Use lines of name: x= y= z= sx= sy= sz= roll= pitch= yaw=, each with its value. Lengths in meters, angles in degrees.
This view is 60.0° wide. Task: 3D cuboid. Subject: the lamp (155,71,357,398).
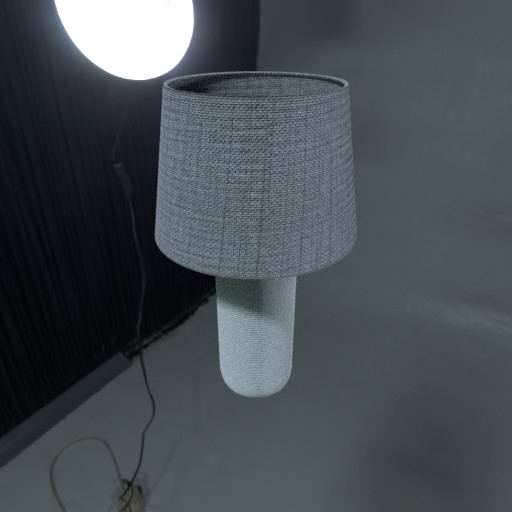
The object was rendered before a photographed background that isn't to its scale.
lamp: x=0.000 y=0.000 z=0.582 sx=0.251 sy=0.429 sz=0.251 roll=0 pitch=28 yaw=0
